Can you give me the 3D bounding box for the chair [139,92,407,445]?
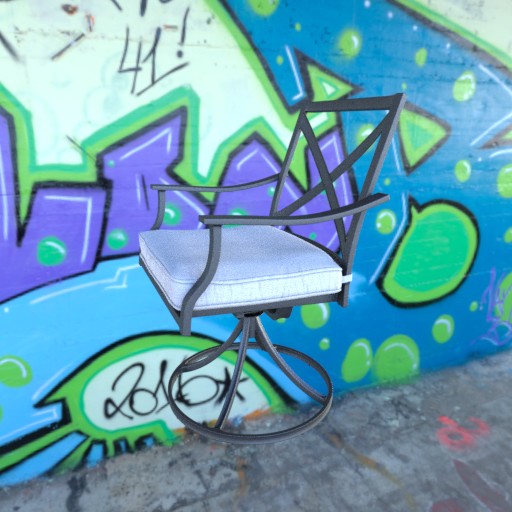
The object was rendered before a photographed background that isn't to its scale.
[{"bbox_3d":[0.000,0.000,1.302,0.620,0.889,0.575,-7,18,-23],"label":"chair"}]
